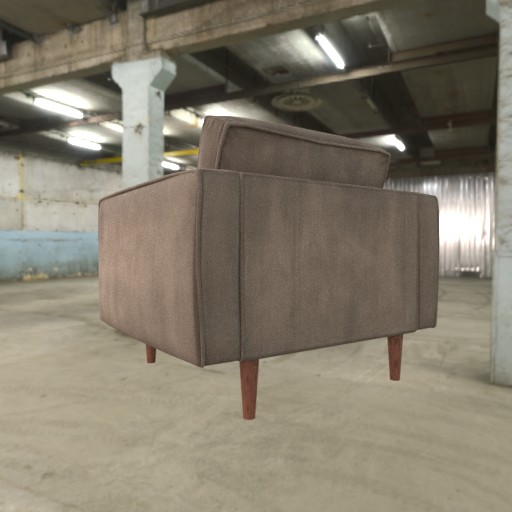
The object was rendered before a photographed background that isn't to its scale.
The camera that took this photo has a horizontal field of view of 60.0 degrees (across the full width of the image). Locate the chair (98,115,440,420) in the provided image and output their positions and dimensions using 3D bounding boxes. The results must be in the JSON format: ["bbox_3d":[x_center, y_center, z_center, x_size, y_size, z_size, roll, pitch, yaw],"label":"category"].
[{"bbox_3d":[0.000,0.000,1.538,0.928,0.773,0.843,-1,1,-35],"label":"chair"}]
